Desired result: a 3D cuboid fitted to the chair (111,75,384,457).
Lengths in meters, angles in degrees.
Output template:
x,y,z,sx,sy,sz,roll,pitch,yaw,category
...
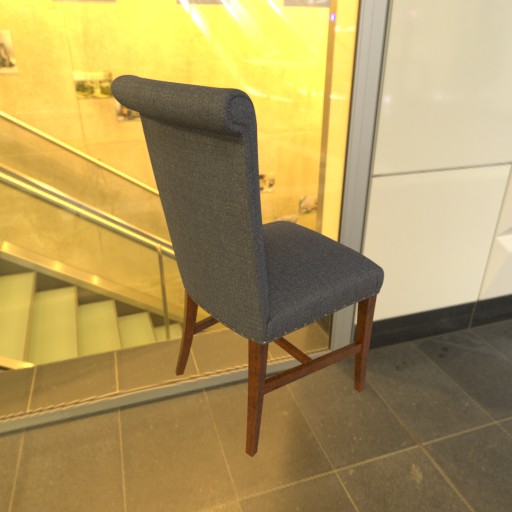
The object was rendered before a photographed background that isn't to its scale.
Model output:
x,y,z,sx,sy,sz,roll,pitch,yaw,category
0.000,0.000,1.307,0.608,0.988,0.513,-19,31,-33,chair
